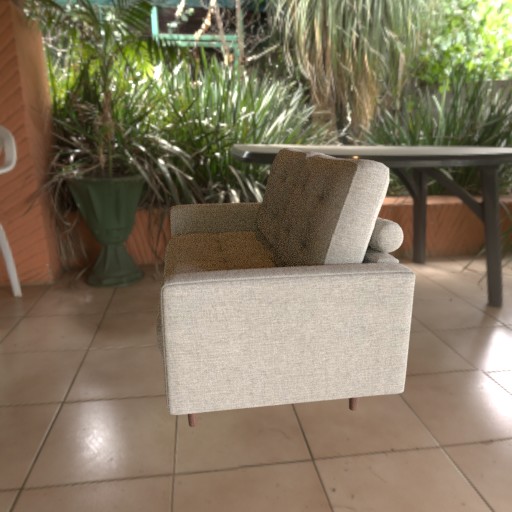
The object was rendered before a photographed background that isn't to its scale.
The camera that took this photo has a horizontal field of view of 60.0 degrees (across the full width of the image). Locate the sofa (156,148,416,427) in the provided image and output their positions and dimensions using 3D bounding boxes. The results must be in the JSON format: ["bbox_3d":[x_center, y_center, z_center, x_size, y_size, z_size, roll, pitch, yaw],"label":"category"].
[{"bbox_3d":[0.000,0.000,2.000,0.842,0.907,1.407,-3,16,-9],"label":"sofa"}]
